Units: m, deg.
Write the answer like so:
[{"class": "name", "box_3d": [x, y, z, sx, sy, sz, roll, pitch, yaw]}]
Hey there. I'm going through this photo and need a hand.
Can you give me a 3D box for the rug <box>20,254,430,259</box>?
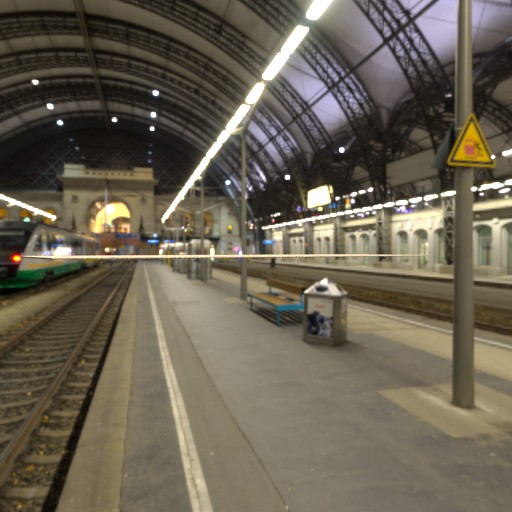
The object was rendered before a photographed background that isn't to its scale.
[{"class": "rug", "box_3d": [0.000, 0.000, 2.670, 2.432, 0.008, 0.766, 0, 1, -36]}]
